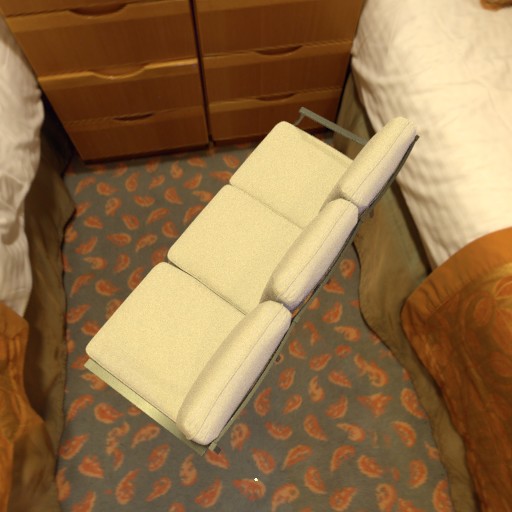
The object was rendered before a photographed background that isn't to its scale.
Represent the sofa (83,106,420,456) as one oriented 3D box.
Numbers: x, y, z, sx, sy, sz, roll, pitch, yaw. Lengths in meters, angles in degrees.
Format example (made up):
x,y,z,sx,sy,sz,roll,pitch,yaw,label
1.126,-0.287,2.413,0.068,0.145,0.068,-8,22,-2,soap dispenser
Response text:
x,y,z,sx,sy,sz,roll,pitch,yaw,label
0.000,0.000,2.194,0.787,0.860,1.740,31,67,15,sofa
